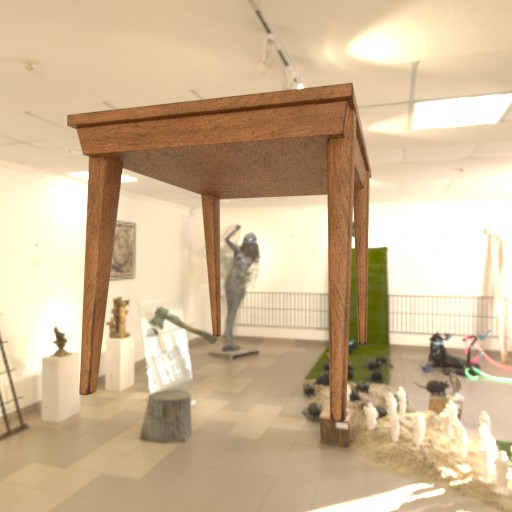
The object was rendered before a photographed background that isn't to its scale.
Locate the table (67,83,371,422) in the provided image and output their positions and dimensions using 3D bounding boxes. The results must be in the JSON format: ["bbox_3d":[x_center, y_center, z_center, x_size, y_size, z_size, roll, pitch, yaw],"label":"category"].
[{"bbox_3d":[0.000,0.000,1.579,0.757,0.760,1.027,0,0,17],"label":"table"}]
